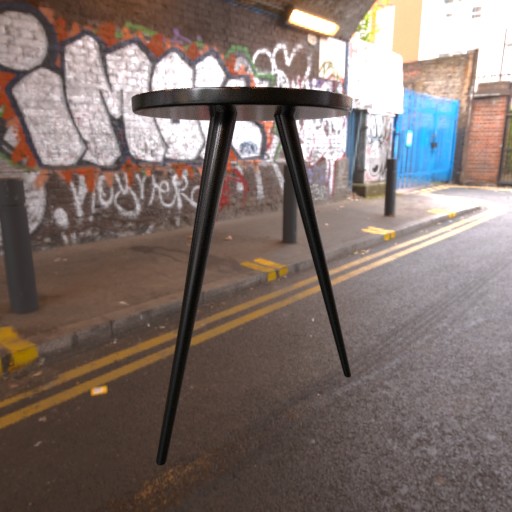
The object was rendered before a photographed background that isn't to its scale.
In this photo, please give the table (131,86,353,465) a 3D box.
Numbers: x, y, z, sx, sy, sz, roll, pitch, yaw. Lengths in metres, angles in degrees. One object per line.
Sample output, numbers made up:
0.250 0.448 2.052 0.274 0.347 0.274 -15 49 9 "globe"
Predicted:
0.000 0.000 0.829 0.415 0.548 0.403 -2 14 -9 "table"
